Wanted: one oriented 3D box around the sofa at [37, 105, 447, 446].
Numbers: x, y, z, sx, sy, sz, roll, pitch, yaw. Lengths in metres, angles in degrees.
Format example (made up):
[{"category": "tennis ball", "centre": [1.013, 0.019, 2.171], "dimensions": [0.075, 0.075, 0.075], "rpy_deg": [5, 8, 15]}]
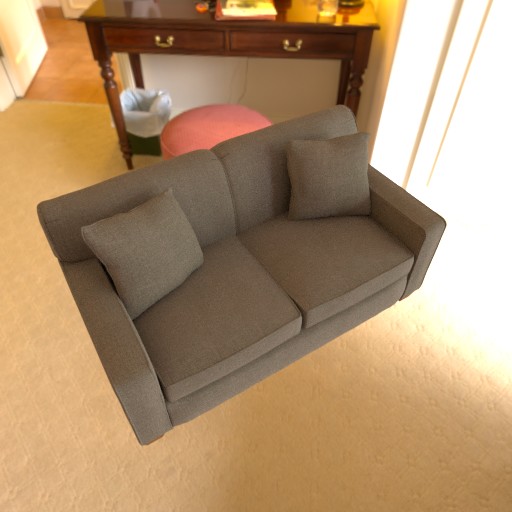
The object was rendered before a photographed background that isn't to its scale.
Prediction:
[{"category": "sofa", "centre": [0.000, 0.000, 2.401], "dimensions": [1.846, 0.958, 1.000], "rpy_deg": [-24, 51, -21]}]
